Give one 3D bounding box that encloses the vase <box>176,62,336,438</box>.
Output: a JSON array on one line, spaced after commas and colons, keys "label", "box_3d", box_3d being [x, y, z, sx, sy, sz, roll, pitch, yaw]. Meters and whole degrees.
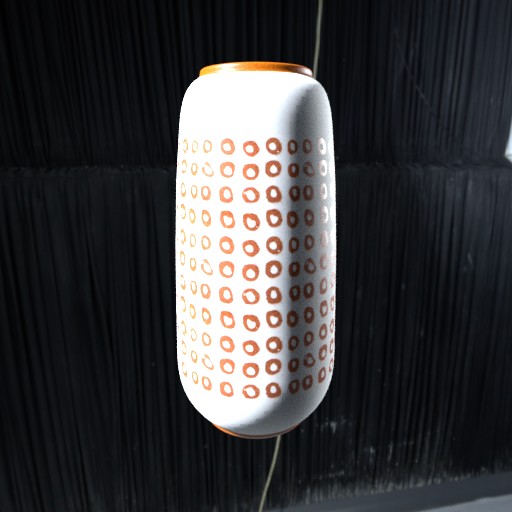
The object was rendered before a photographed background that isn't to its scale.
[{"label": "vase", "box_3d": [0.000, 0.000, 0.363, 0.133, 0.282, 0.133, 0, 14, 0]}]
